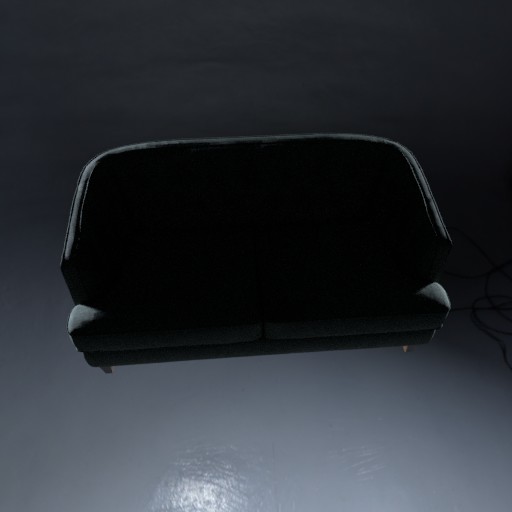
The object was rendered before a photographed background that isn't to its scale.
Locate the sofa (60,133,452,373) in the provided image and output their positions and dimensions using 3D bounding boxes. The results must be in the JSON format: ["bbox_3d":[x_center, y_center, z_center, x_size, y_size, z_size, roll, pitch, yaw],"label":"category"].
[{"bbox_3d":[0.000,0.000,2.285,1.733,0.855,0.941,-3,46,-3],"label":"sofa"}]
